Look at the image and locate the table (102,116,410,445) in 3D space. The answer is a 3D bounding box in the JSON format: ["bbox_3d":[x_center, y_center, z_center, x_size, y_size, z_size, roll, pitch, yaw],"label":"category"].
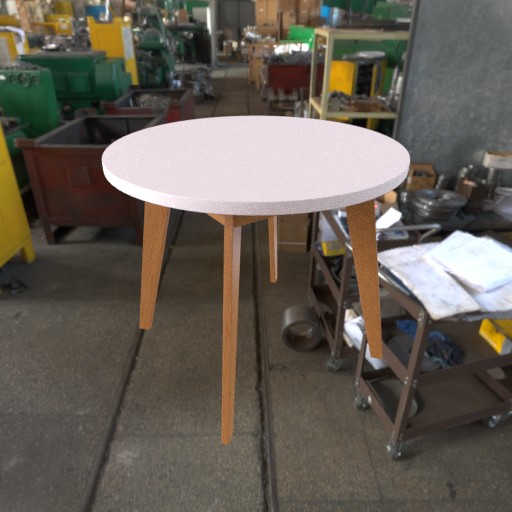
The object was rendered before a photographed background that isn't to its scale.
[{"bbox_3d":[0.000,0.000,1.530,0.896,0.762,0.896,0,29,0],"label":"table"}]
